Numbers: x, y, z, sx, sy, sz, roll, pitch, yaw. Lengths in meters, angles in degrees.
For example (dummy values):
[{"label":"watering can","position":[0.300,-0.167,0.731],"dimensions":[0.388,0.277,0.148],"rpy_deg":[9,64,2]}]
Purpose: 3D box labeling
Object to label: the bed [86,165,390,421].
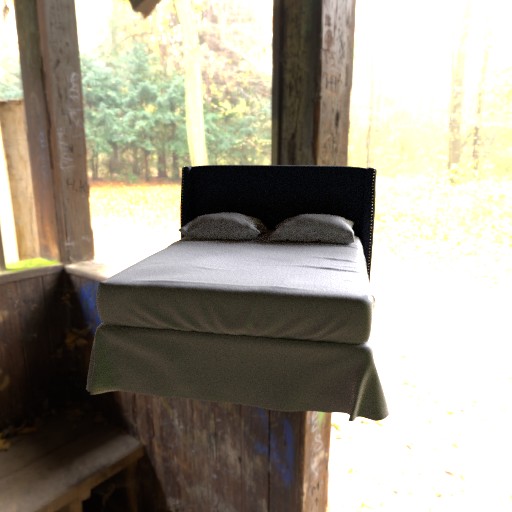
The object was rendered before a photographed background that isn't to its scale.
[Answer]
[{"label":"bed","position":[0.000,0.000,3.488],"dimensions":[1.925,1.332,2.276],"rpy_deg":[3,14,10]}]
